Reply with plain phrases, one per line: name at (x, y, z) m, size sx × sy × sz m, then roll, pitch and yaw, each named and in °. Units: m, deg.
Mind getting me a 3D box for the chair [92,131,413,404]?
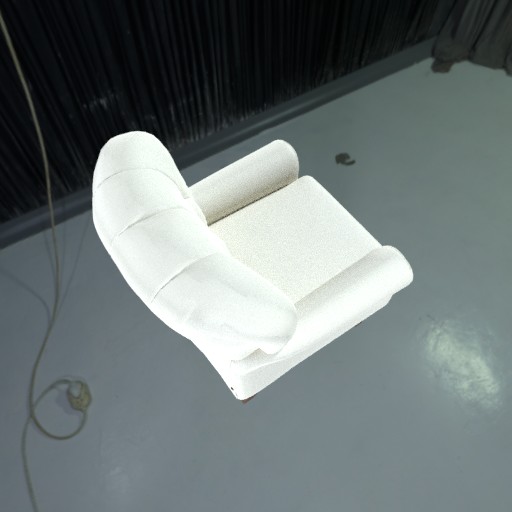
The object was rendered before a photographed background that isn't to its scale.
chair at (0.000, 0.000, 2.022) m, size 1.132 × 1.169 × 1.035 m, roll -30°, pitch 62°, yaw -18°
